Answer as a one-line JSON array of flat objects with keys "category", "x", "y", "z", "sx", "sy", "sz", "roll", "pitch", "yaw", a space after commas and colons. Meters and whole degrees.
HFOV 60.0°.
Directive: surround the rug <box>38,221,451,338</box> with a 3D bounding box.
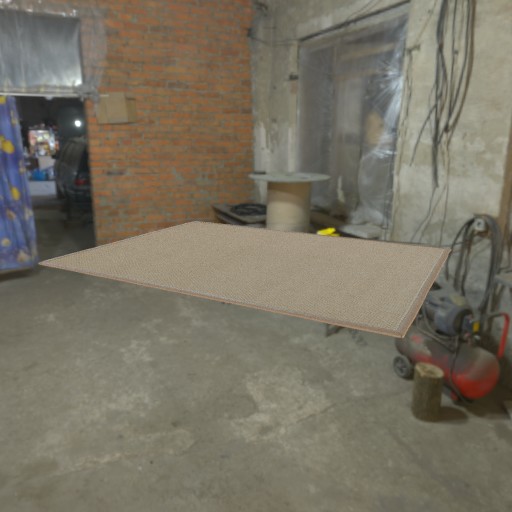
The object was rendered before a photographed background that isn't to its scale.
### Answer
[{"category": "rug", "x": 0.000, "y": 0.000, "z": 2.739, "sx": 2.081, "sy": 0.020, "sz": 1.525, "roll": 8, "pitch": 17, "yaw": 28}]
